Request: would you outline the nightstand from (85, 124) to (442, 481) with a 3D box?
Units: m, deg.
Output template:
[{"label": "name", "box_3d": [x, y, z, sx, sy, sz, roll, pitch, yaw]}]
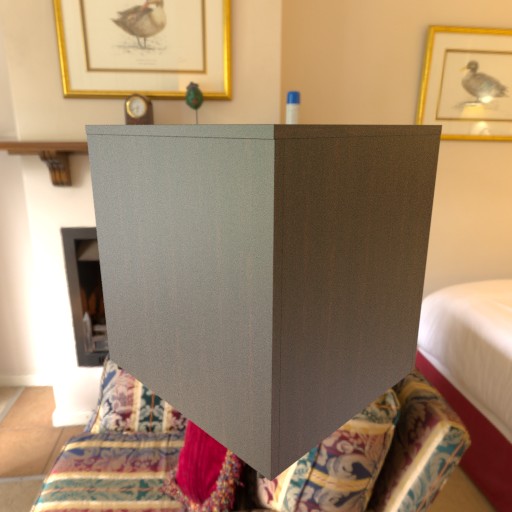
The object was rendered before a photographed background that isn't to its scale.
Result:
[{"label": "nightstand", "box_3d": [0.000, 0.000, 0.812, 0.400, 0.460, 0.461, -15, 22, -42]}]
